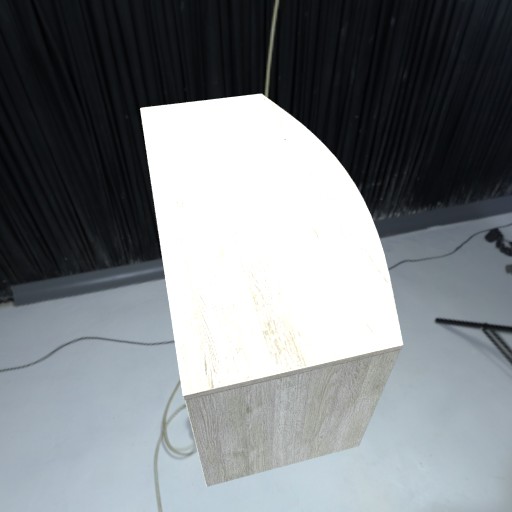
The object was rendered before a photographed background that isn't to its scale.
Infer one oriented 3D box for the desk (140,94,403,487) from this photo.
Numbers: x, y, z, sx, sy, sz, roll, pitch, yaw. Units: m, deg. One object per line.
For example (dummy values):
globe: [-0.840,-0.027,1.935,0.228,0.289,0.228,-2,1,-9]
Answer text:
desk: [0.000,0.000,2.043,0.802,0.752,1.600,-10,47,-10]
